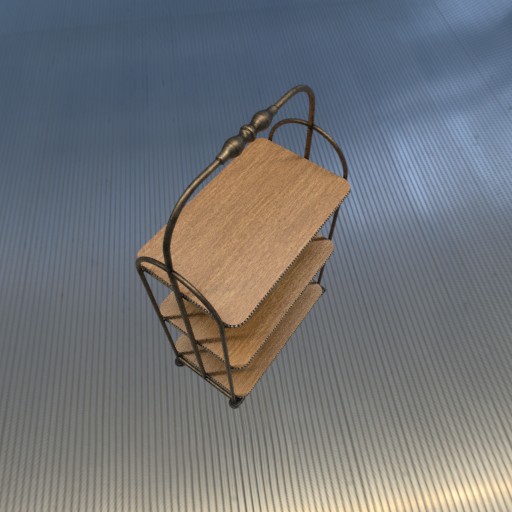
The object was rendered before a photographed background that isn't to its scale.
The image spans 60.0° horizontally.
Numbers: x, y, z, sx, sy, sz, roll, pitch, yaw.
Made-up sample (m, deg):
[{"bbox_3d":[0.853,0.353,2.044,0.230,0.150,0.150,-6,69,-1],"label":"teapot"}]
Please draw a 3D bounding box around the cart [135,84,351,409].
[{"bbox_3d":[0.000,0.000,1.348,0.330,1.052,0.650,32,63,18],"label":"cart"}]
